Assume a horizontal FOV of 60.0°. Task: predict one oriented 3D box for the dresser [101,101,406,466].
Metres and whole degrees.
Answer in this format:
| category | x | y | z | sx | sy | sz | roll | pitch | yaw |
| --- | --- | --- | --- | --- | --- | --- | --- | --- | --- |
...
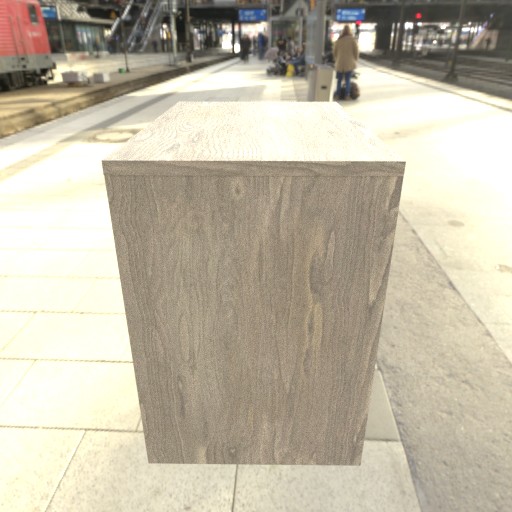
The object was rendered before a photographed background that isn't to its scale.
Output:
| category | x | y | z | sx | sy | sz | roll | pitch | yaw |
| --- | --- | --- | --- | --- | --- | --- | --- | --- | --- |
| dresser | 0.000 | 0.000 | 1.299 | 0.529 | 0.762 | 0.809 | 0 | 26 | 1 |
